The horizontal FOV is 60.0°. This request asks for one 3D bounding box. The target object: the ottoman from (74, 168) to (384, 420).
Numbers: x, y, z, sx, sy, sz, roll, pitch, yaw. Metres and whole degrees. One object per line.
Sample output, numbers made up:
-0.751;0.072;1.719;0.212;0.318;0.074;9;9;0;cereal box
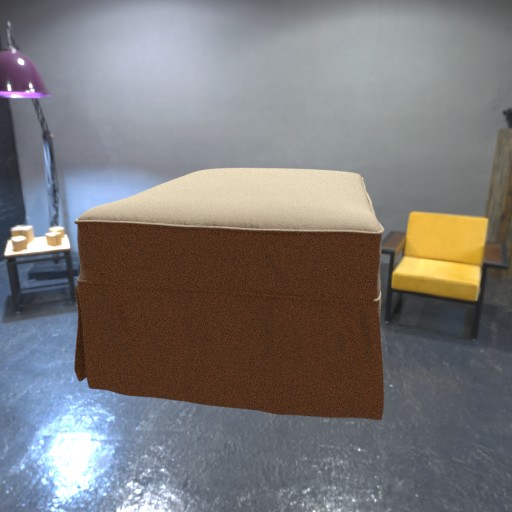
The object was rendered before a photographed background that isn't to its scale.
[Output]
0.000;0.000;1.344;0.721;0.482;0.959;3;17;10;ottoman
